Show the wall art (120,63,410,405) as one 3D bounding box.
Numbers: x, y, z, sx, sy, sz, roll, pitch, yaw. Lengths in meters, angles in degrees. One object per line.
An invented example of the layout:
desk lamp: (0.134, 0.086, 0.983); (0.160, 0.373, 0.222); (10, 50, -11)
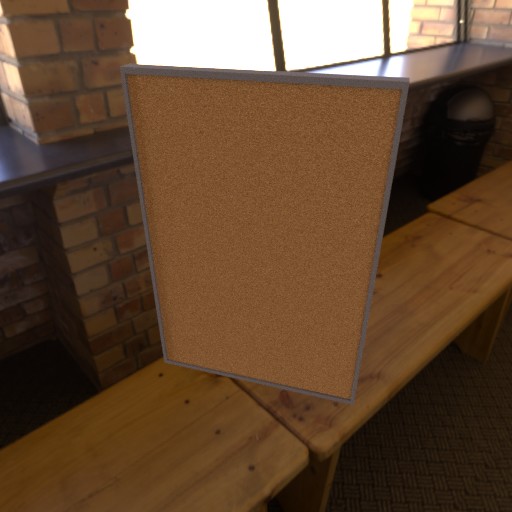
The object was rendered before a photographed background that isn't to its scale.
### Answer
wall art: (0.000, 0.000, 0.968); (0.511, 0.753, 0.039); (9, 33, 14)
